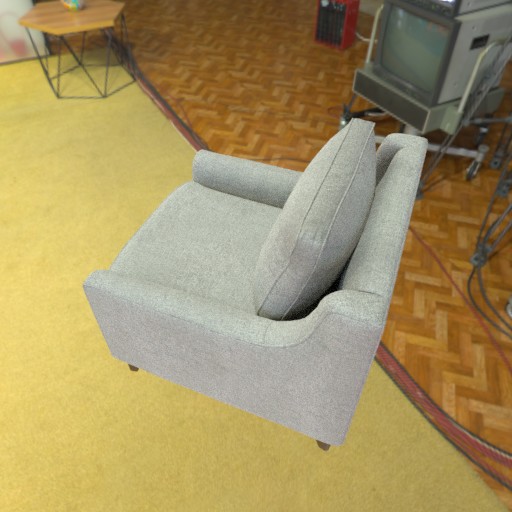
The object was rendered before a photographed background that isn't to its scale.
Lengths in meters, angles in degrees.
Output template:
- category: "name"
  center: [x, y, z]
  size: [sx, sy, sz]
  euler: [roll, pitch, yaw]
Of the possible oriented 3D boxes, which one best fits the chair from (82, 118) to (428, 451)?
- category: "chair"
  center: [0.000, 0.000, 1.566]
  size: [0.918, 0.864, 0.838]
  euler: [16, 48, 15]
